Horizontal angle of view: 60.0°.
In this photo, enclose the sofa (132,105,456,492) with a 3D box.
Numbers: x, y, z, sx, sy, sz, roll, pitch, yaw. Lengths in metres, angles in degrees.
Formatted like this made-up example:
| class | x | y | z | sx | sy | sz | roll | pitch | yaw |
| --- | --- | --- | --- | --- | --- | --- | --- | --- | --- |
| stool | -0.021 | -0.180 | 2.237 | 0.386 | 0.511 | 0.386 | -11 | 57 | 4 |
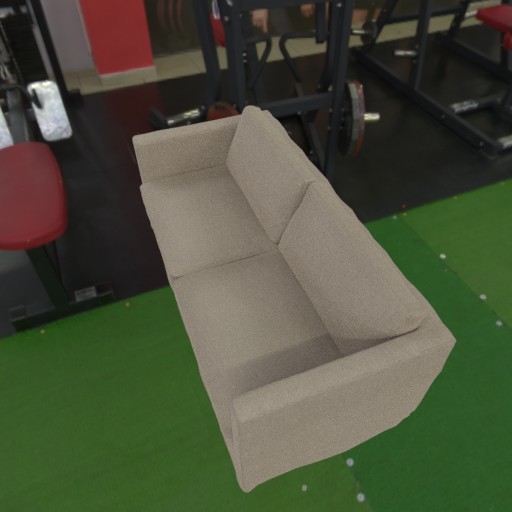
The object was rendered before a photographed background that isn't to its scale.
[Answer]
| class | x | y | z | sx | sy | sz | roll | pitch | yaw |
| --- | --- | --- | --- | --- | --- | --- | --- | --- | --- |
| sofa | 0.000 | 0.000 | 2.446 | 0.956 | 0.847 | 1.987 | -16 | 49 | -15 |
